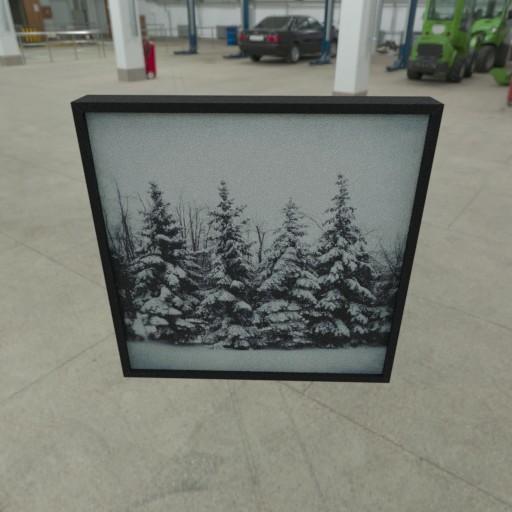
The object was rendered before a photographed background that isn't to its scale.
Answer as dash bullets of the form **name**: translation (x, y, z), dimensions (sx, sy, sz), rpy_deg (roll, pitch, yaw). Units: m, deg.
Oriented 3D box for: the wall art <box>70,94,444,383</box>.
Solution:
- **wall art**: translation (0.000, 0.000, 0.451), dimensions (0.305, 0.305, 0.037), rpy_deg (1, 29, 2)
